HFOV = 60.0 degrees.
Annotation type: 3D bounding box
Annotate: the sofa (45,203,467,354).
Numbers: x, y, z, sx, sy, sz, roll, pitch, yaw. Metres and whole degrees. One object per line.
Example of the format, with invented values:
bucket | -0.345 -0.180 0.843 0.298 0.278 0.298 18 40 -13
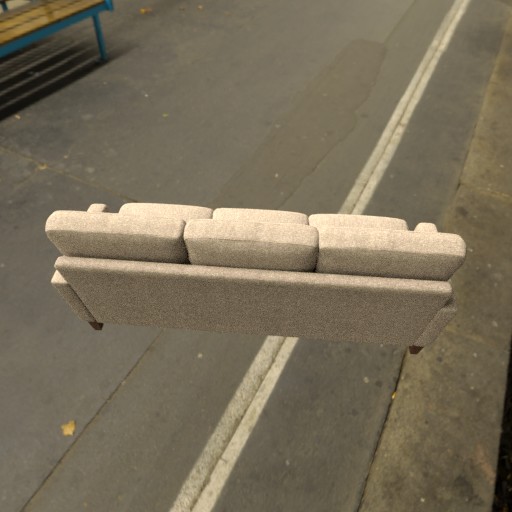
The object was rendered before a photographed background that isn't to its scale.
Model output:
sofa | 0.000 0.000 2.638 2.115 0.984 0.888 4 47 3
